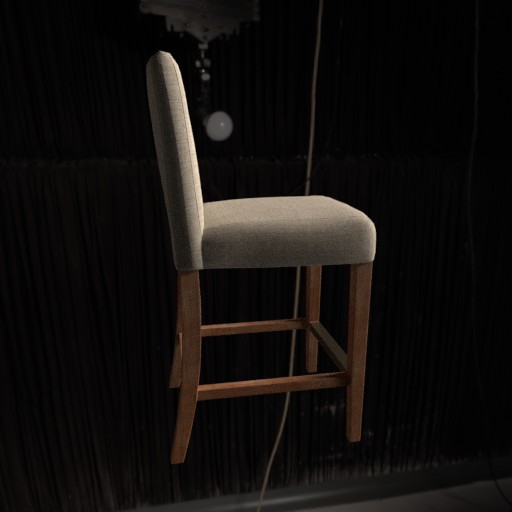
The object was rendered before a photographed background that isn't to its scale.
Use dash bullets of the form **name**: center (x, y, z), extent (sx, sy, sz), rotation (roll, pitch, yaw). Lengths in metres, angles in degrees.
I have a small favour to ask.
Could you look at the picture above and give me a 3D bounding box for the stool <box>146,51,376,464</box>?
- **stool**: center (0.000, 0.000, 1.313), extent (0.567, 1.039, 0.454), rotation (-3, 16, -11)
